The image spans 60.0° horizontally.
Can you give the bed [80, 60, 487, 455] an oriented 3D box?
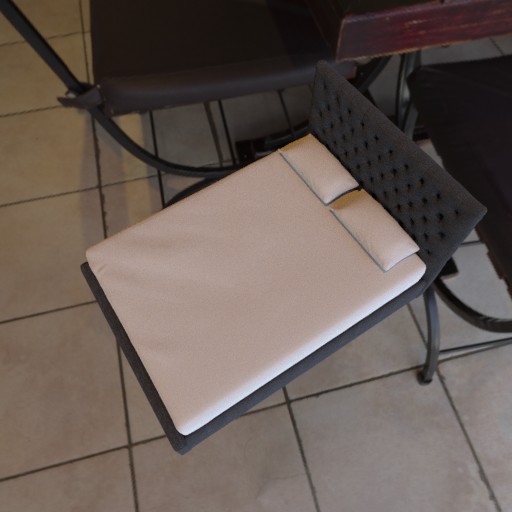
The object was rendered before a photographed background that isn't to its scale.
[{"bbox_3d":[0.000,0.000,3.369,2.387,1.427,1.698,-30,65,-15],"label":"bed"}]
